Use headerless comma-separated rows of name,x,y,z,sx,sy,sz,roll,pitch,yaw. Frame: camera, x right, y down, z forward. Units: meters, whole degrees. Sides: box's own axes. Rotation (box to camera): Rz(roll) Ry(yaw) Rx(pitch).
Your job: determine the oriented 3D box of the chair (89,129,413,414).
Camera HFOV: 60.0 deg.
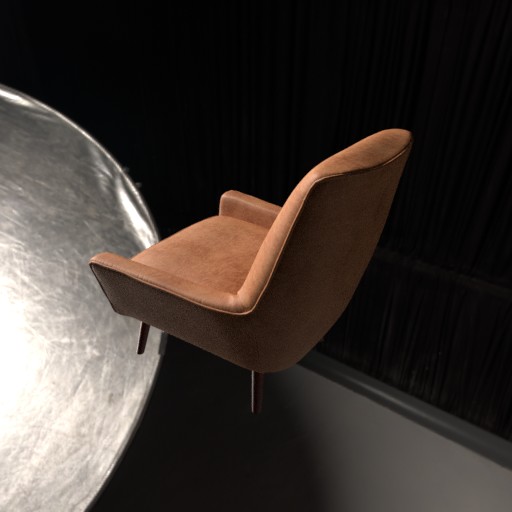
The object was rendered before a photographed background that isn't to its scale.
chair,0.000,0.000,1.507,0.851,0.883,0.753,20,36,30
